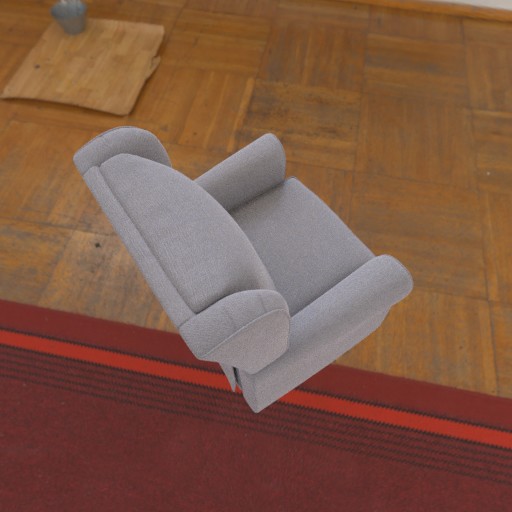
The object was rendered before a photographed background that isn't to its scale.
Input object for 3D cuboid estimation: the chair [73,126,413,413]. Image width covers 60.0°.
[{"bbox_3d":[0.000,0.000,1.689,0.854,0.966,0.906,-30,63,-17],"label":"chair"}]
